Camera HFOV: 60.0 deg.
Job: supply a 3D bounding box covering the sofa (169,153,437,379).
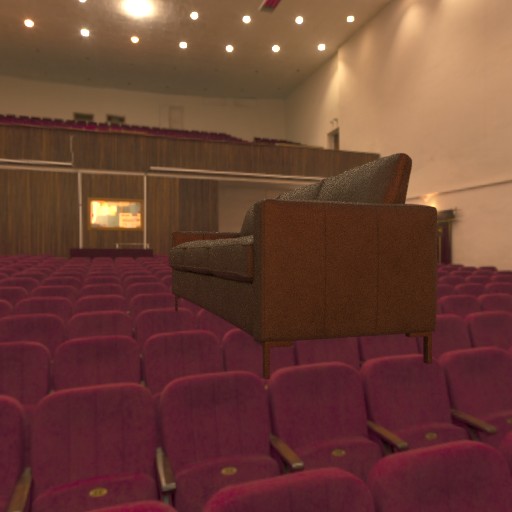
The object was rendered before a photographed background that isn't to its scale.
[{"bbox_3d":[0.000,0.000,2.456,0.748,0.805,2.029,0,0,-19],"label":"sofa"}]
